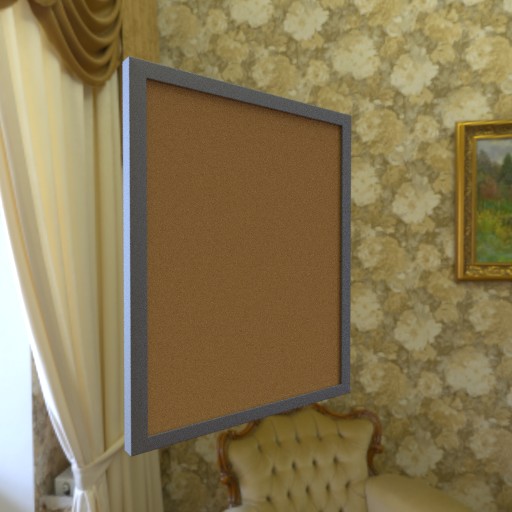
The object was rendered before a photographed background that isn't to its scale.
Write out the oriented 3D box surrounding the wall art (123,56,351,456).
[{"bbox_3d":[0.000,0.000,0.765,0.458,0.558,0.029,-1,1,-37],"label":"wall art"}]
